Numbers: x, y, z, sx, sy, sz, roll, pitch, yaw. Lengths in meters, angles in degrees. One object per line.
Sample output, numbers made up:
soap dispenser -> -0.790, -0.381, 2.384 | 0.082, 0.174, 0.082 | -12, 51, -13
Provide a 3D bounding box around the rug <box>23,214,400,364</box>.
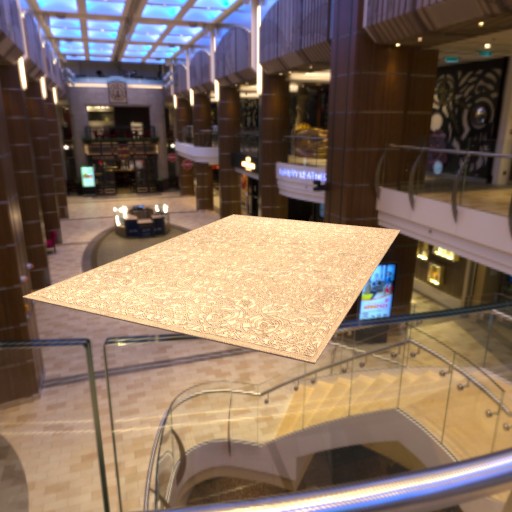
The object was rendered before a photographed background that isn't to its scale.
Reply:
rug -> 0.000, 0.000, 2.328 | 1.221, 0.006, 1.827 | 8, 18, 24
